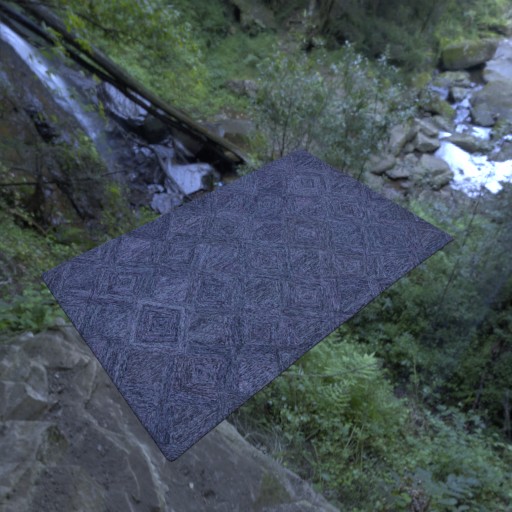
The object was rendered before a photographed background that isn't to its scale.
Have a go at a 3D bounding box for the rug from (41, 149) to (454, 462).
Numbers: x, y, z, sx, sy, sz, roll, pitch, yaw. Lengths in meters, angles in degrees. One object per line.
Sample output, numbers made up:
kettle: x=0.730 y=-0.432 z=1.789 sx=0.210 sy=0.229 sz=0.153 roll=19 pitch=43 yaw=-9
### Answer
rug: x=0.000 y=0.000 z=2.218 sx=1.752 sy=0.013 sz=1.158 roll=-31 pitch=53 yaw=-27
